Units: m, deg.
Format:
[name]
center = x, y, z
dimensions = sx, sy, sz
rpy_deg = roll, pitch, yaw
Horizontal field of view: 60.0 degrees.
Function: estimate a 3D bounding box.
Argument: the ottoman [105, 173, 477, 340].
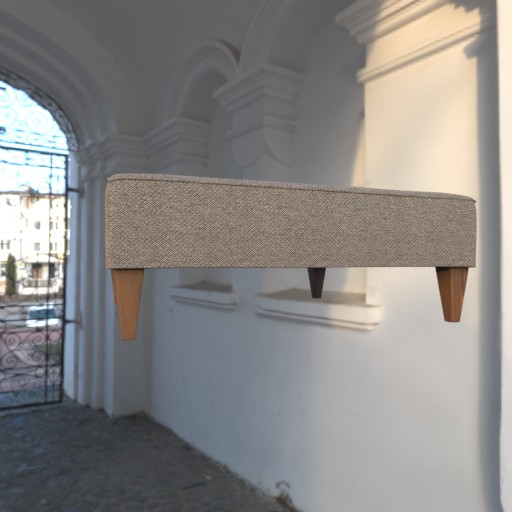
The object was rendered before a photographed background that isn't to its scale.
[ottoman]
center = 0.000, 0.000, 1.516
dimensions = 0.981, 0.378, 0.970
rpy_deg = 0, -1, -19
